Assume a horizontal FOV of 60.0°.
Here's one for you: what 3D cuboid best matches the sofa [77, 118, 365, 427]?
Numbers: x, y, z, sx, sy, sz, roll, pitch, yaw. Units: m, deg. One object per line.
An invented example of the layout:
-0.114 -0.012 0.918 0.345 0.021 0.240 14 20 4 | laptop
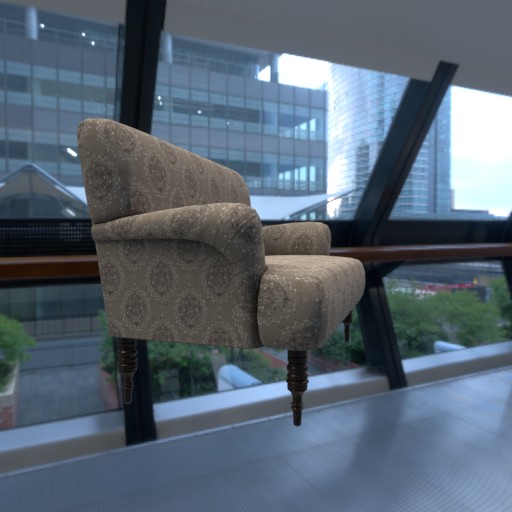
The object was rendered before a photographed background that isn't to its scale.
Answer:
0.000 0.000 1.800 0.779 0.889 1.297 1 2 19 | sofa
